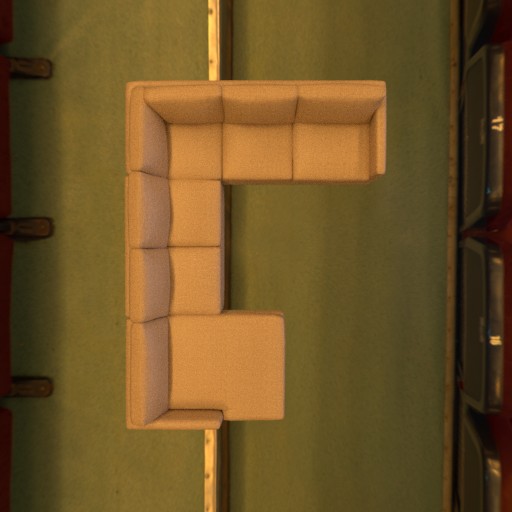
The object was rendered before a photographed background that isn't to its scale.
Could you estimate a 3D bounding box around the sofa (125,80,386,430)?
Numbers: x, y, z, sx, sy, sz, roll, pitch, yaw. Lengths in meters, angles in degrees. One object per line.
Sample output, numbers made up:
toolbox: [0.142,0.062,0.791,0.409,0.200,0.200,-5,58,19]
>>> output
sofa: [0.000,0.000,4.601,2.594,0.961,3.460,0,90,0]
